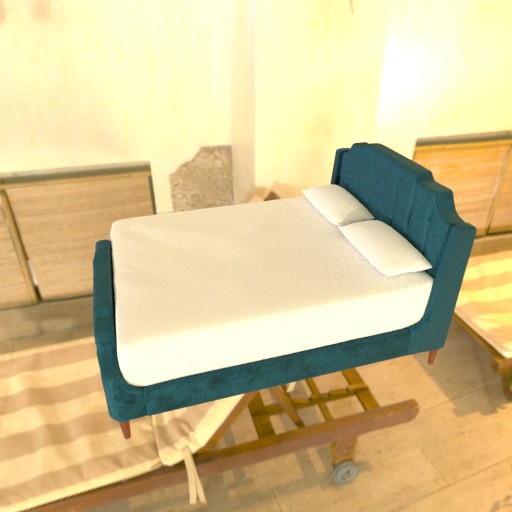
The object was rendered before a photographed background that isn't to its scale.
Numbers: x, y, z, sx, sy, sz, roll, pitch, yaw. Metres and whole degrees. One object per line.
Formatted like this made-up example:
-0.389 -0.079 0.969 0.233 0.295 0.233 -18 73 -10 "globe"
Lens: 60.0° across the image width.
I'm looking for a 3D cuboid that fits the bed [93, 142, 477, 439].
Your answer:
0.000 0.000 3.318 2.322 1.338 1.678 -9 32 -14 "bed"
